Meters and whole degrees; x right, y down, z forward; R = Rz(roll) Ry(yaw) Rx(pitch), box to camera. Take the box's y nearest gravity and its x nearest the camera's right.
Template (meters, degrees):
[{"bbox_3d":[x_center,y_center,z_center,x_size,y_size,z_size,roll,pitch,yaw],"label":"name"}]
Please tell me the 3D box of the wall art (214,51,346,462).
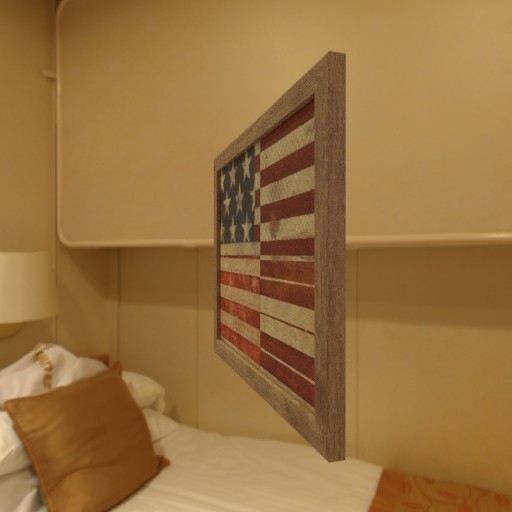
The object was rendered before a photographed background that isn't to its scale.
[{"bbox_3d":[0.000,0.000,0.907,0.026,0.535,0.690,0,0,-18],"label":"wall art"}]
